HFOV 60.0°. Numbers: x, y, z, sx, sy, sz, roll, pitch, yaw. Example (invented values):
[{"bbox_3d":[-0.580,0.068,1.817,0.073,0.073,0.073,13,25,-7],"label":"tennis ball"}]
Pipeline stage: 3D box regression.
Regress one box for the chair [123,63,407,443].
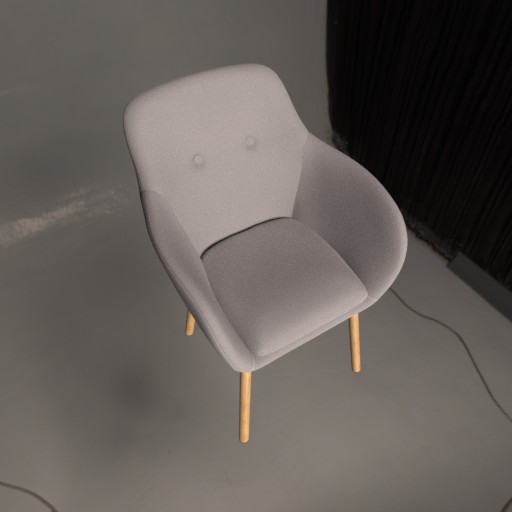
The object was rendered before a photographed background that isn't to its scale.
[{"bbox_3d":[0.000,0.000,1.246,0.570,0.830,0.590,-24,52,-21],"label":"chair"}]
